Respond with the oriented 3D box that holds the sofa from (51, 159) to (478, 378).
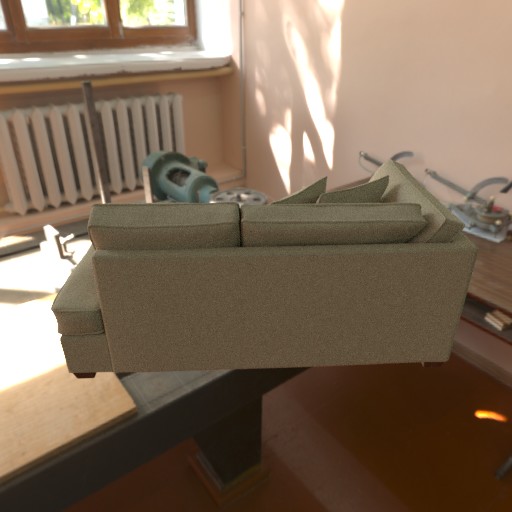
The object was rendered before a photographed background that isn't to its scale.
[{"bbox_3d":[0.000,0.000,2.825,2.237,1.033,1.110,-1,29,-2],"label":"sofa"}]
